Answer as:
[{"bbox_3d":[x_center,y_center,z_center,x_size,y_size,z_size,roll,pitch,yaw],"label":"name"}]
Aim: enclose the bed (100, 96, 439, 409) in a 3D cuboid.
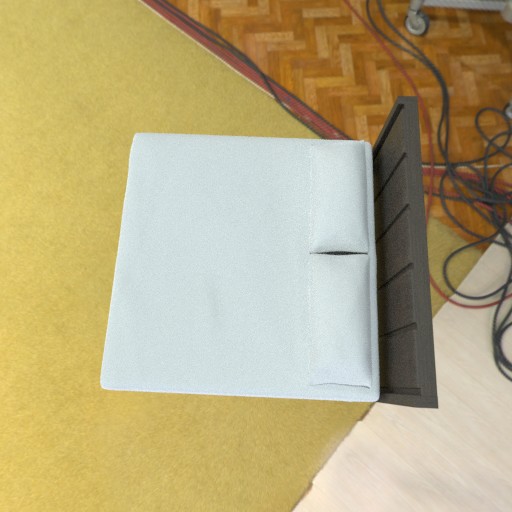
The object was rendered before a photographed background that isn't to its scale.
[{"bbox_3d":[0.000,0.000,3.514,2.238,1.261,2.143,2,74,1],"label":"bed"}]
